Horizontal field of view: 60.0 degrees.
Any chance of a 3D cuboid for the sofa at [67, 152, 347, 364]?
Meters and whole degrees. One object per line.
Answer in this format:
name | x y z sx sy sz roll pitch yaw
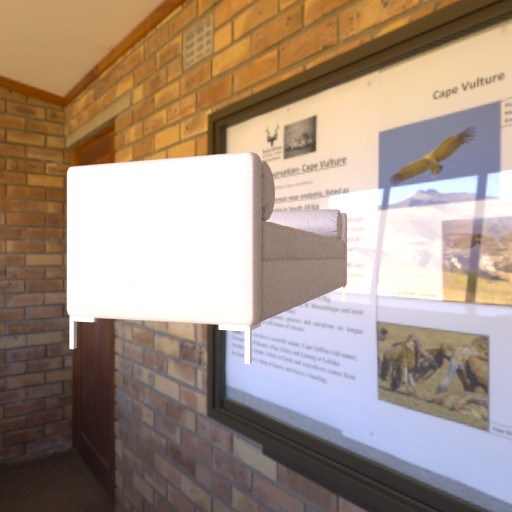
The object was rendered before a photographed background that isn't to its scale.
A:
sofa | 0.000 0.000 2.328 0.686 0.635 1.981 0 0 19
